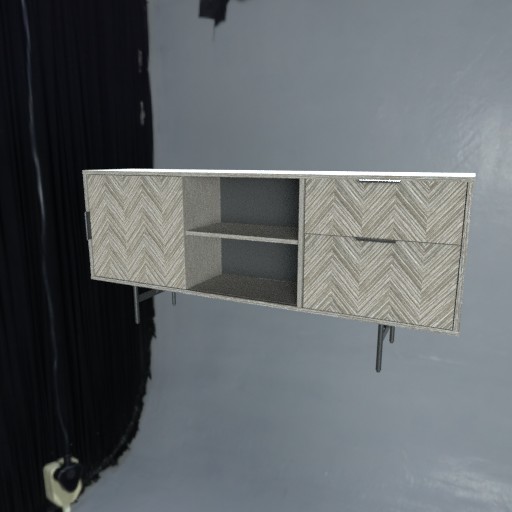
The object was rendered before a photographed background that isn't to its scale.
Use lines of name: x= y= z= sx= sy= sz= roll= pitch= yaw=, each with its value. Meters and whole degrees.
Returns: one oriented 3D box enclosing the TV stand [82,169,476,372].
TV stand: x=0.000 y=0.000 z=2.108 sx=1.804 sy=0.787 sz=0.405 roll=6 pitch=14 yaw=25
